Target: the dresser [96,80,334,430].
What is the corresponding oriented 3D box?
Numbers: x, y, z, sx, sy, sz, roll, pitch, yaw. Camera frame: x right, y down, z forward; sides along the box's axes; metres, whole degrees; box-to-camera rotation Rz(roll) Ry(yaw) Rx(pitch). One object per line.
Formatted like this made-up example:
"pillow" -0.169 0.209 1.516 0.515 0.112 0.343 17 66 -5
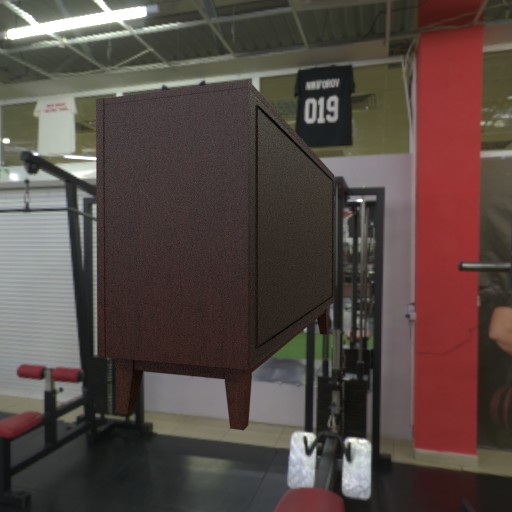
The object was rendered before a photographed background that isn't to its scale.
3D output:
"dresser" 0.000 0.000 2.036 0.499 0.971 1.609 0 1 18
